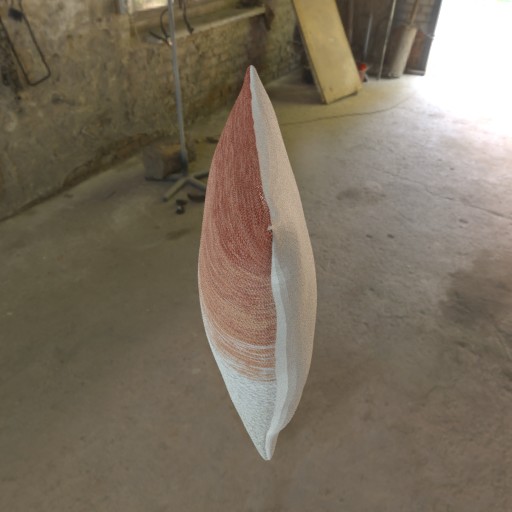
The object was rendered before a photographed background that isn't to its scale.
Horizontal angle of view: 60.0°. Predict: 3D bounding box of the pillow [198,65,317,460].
[{"bbox_3d":[0.000,0.000,0.683,0.182,0.441,0.440,-2,40,-2],"label":"pillow"}]
